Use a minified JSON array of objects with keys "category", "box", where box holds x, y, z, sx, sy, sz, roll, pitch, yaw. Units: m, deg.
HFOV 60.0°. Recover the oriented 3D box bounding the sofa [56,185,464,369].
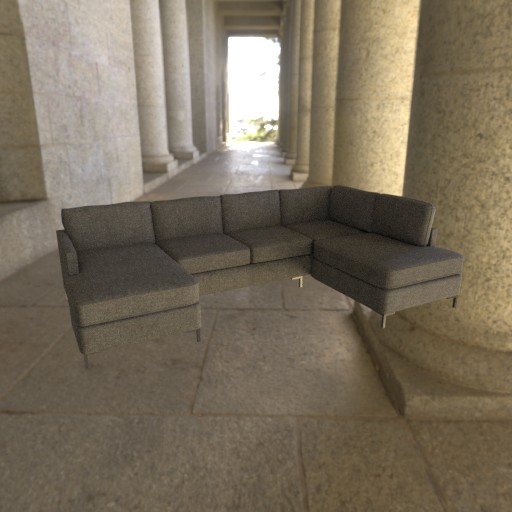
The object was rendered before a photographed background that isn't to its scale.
[{"category":"sofa","box":[0.000,0.000,4.286,3.423,0.999,2.048,-9,20,-27]}]
